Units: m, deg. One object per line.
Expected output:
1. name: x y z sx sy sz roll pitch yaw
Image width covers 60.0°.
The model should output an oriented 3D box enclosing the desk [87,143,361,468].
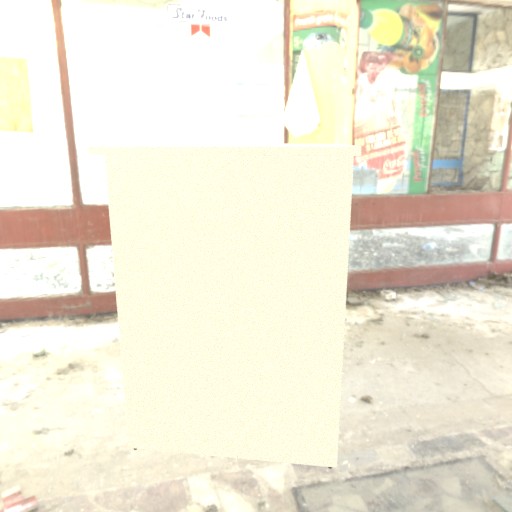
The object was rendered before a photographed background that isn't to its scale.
1. desk: 0.000 0.000 1.506 0.560 0.735 1.097 2 15 8
